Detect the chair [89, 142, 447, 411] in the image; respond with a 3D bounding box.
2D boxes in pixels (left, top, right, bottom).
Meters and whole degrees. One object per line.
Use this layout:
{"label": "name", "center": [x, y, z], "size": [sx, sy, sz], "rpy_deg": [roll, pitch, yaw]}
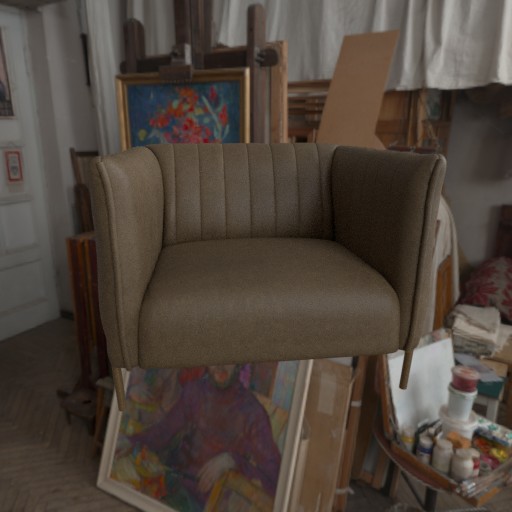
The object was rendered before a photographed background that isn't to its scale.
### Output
{"label": "chair", "center": [0.000, 0.000, 1.614], "size": [0.981, 0.779, 0.876], "rpy_deg": [-2, 16, -7]}
